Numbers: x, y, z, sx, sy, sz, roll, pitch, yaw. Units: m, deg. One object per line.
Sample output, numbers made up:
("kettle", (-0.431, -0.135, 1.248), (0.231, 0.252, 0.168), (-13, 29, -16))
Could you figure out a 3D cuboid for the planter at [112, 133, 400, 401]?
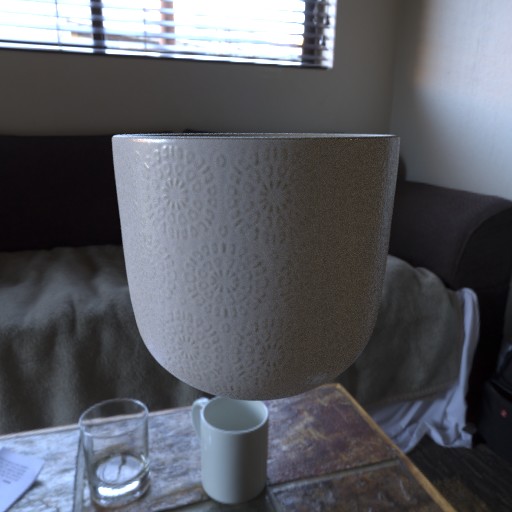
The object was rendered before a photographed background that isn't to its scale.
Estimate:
("planter", (0.000, 0.000, 0.360), (0.208, 0.190, 0.208), (0, 16, 0))
